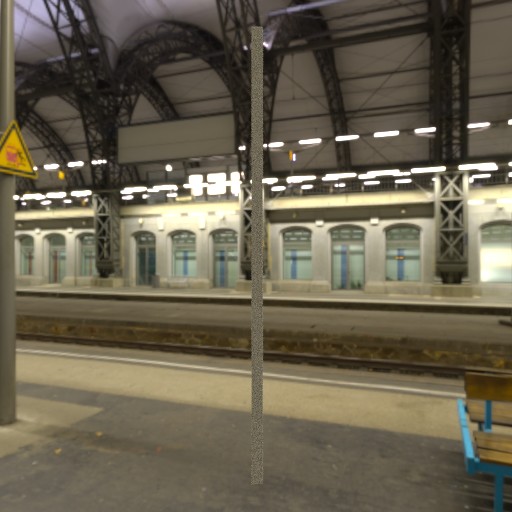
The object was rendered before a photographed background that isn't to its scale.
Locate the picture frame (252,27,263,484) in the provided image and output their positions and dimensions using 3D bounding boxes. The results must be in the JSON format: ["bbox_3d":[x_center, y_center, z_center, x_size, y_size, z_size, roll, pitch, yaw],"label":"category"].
[{"bbox_3d":[0.000,0.000,0.608,0.011,0.459,0.326,0,-1,0],"label":"picture frame"}]
